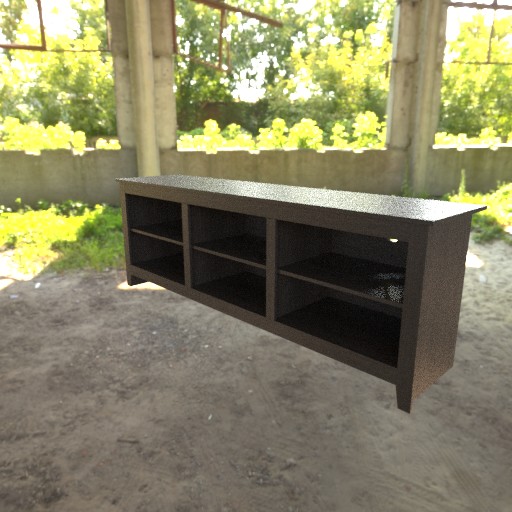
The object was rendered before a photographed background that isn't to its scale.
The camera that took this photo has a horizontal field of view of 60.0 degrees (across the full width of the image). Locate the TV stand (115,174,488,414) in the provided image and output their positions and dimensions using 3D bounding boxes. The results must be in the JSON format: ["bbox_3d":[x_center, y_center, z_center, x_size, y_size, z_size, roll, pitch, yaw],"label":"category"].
[{"bbox_3d":[0.000,0.000,2.024,0.406,0.610,1.778,-14,21,-43],"label":"TV stand"}]
